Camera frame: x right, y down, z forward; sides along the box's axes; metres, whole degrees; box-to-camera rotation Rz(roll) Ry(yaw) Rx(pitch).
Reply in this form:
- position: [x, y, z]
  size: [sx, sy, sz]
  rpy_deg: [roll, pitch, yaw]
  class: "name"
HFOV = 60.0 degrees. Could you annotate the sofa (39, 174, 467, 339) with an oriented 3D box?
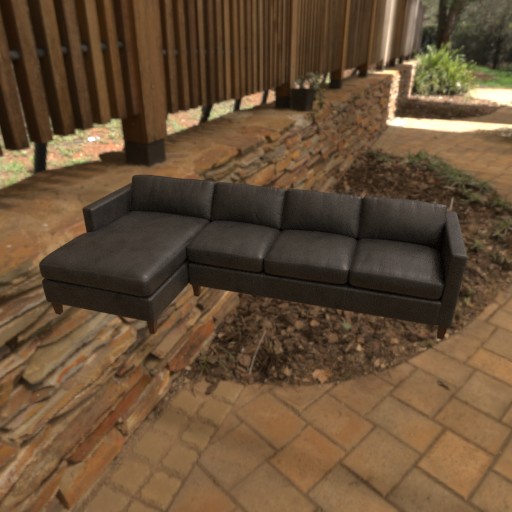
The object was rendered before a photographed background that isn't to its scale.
- position: [0.000, 0.000, 3.783]
  size: [3.203, 0.883, 1.581]
  rpy_deg: [8, 28, 16]
  class: "sofa"
